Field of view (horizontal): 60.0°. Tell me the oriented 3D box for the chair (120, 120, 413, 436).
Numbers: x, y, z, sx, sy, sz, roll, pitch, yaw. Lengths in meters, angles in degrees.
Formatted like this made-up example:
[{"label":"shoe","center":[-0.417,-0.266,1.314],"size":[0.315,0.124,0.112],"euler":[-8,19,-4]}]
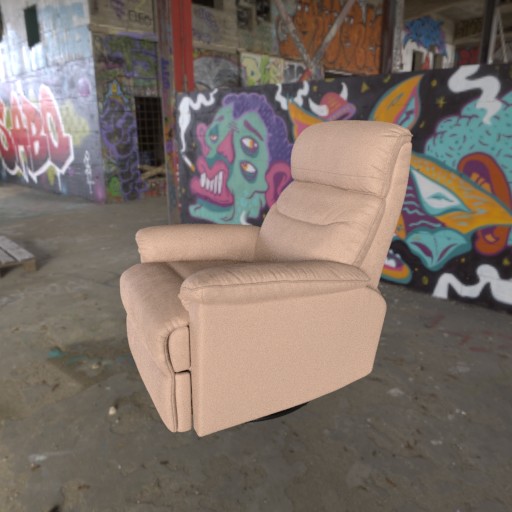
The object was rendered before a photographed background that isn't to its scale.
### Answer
[{"label":"chair","center":[0.000,0.000,1.756],"size":[1.004,1.037,0.820],"euler":[-8,17,-25]}]
